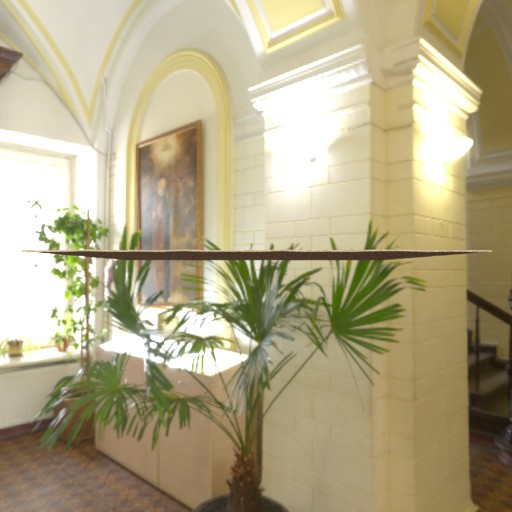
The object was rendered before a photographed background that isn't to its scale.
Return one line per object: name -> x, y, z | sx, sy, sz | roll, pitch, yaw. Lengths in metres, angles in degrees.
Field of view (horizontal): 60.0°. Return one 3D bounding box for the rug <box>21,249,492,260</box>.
rug -> 0.000, 0.000, 3.260 | 2.455, 0.025, 1.964 | 0, -2, 0
